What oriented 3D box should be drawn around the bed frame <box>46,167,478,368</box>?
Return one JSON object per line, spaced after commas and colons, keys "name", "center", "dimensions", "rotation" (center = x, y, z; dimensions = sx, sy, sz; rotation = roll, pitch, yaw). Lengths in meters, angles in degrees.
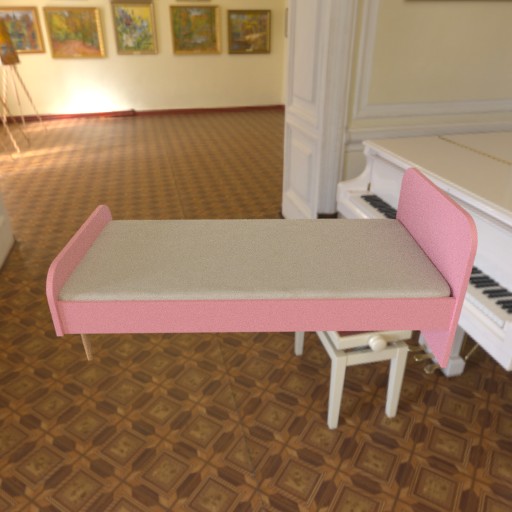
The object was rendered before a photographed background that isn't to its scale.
{"name": "bed frame", "center": [0.000, 0.000, 2.543], "dimensions": [1.963, 0.805, 0.998], "rotation": [0, 28, -1]}
